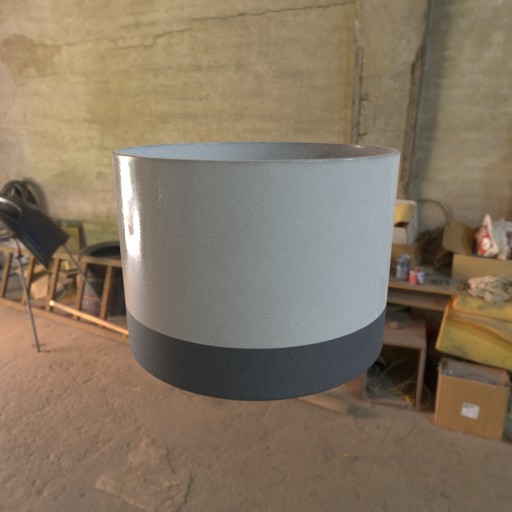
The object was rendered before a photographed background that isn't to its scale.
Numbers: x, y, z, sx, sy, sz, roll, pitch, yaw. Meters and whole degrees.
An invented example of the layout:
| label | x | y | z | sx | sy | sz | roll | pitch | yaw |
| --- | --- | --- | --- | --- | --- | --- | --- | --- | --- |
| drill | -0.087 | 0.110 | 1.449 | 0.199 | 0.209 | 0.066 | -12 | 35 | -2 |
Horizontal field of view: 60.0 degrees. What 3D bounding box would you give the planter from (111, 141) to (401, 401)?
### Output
| label | x | y | z | sx | sy | sz | roll | pitch | yaw |
| --- | --- | --- | --- | --- | --- | --- | --- | --- | --- |
| planter | 0.000 | 0.000 | 0.221 | 0.128 | 0.105 | 0.128 | 0 | 17 | 0 |
